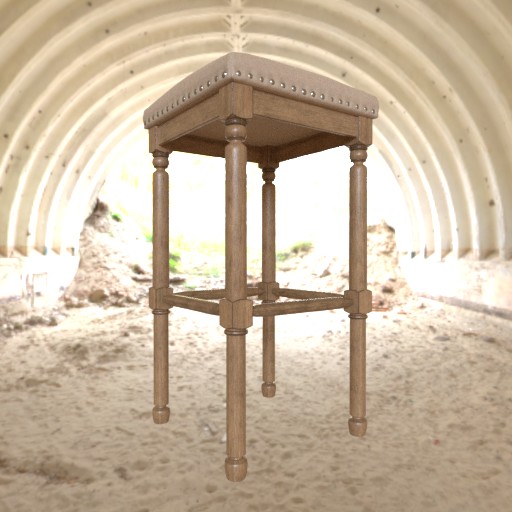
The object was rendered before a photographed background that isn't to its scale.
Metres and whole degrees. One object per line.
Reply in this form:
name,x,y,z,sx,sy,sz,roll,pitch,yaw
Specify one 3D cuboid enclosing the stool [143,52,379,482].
stool,0.000,0.000,0.989,0.382,0.768,0.383,0,1,-36
